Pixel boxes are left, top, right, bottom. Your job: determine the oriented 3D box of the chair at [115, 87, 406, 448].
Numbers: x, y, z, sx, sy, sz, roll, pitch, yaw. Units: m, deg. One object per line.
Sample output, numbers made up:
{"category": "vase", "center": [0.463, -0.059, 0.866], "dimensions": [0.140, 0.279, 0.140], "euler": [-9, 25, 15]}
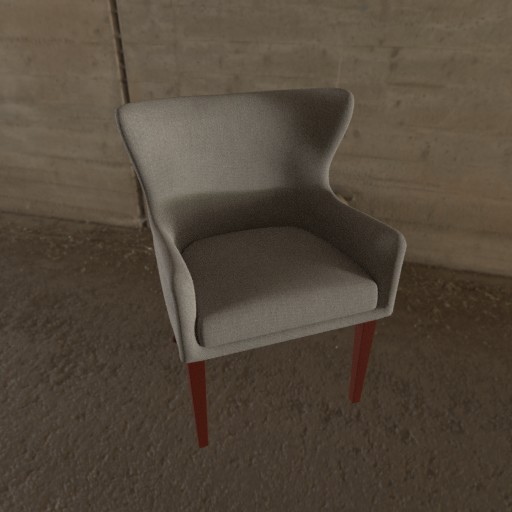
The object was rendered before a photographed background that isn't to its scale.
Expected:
{"category": "chair", "center": [0.000, 0.000, 1.446], "dimensions": [0.732, 0.948, 0.677], "euler": [-10, 32, -16]}
